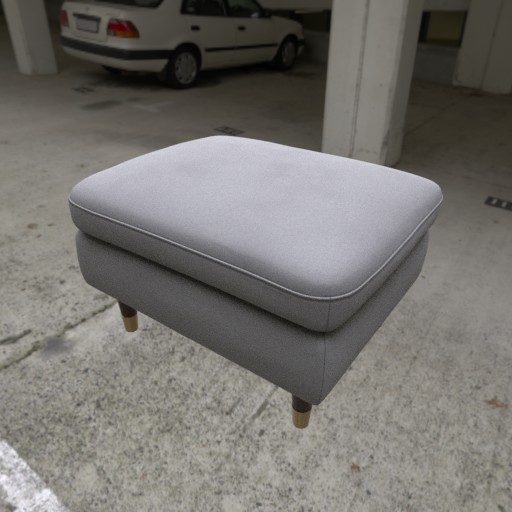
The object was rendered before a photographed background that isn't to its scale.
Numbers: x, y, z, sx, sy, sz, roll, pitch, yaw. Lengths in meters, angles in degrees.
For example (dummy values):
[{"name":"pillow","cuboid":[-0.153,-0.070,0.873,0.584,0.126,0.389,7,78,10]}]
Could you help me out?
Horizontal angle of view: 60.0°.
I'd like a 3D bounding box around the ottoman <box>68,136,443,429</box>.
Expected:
[{"name":"ottoman","cuboid":[0.000,0.000,1.127,0.747,0.478,0.593,20,35,30]}]
